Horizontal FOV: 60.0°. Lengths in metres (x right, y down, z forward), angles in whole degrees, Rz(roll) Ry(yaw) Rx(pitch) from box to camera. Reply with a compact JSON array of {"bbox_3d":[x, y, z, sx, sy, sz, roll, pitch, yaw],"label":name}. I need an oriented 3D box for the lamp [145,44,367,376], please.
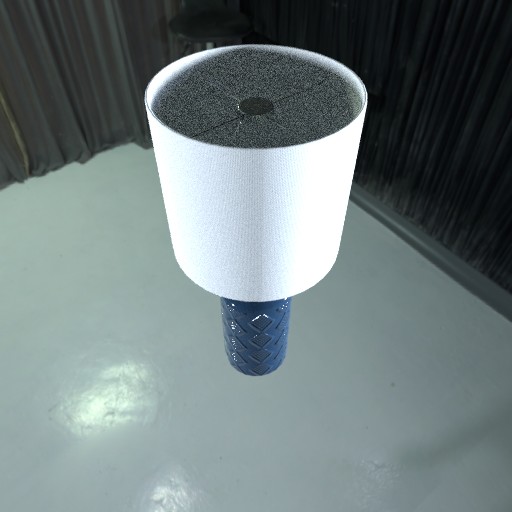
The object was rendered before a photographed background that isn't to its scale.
[{"bbox_3d":[0.000,0.000,0.585,0.207,0.461,0.207,-31,54,-26],"label":"lamp"}]
